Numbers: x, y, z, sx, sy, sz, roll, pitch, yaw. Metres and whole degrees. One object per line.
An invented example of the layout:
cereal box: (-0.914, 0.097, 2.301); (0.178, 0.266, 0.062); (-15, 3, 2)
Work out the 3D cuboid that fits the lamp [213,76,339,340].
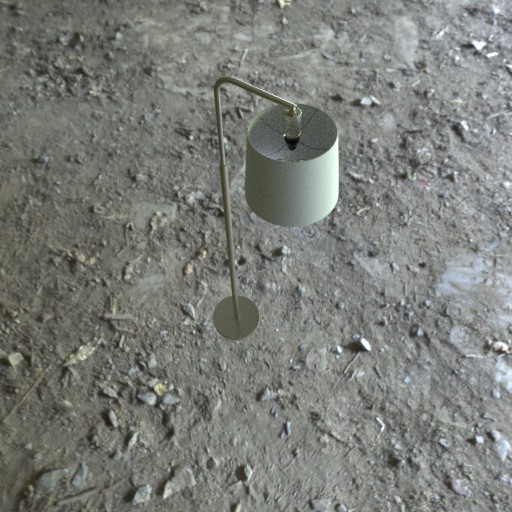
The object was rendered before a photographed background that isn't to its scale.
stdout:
lamp: (0.000, 0.000, 1.651); (0.508, 1.478, 0.254); (35, 64, 20)
